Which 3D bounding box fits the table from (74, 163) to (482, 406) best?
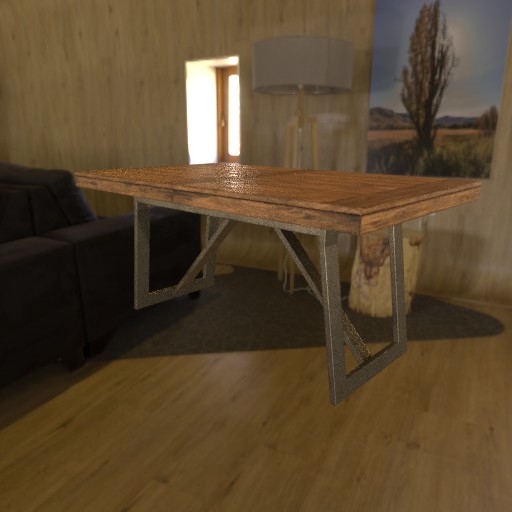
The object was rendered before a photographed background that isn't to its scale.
[{"bbox_3d":[0.000,0.000,2.119,1.641,0.757,0.931,14,21,42],"label":"table"}]
